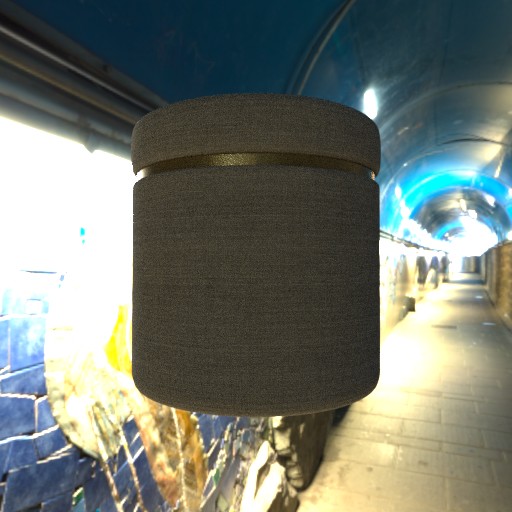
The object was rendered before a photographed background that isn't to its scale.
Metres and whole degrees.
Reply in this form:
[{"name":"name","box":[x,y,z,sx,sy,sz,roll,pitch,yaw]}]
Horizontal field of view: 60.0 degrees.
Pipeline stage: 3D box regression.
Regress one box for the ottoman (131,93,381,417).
[{"name":"ottoman","box":[0.000,0.000,0.735,0.400,0.406,0.400,0,-1,0]}]
